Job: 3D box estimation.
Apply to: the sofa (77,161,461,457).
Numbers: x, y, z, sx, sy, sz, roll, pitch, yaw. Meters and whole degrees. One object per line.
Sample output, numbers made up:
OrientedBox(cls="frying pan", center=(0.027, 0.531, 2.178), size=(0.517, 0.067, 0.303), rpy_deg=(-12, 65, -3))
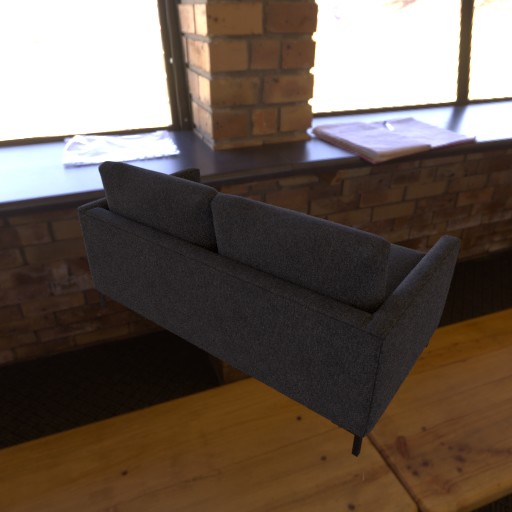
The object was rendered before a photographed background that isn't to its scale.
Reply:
OrientedBox(cls="sofa", center=(0.000, 0.000, 2.231), size=(1.716, 0.862, 0.866), rpy_deg=(21, 35, 32))
